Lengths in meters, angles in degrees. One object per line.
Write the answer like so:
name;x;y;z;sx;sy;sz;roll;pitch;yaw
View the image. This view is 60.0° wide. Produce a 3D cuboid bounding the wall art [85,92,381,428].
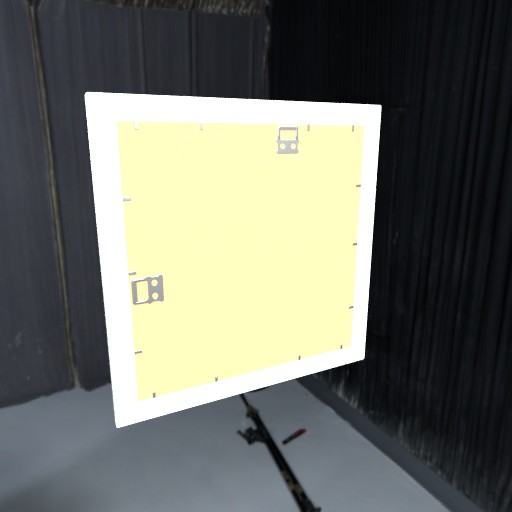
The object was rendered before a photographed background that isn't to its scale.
wall art;0.000;0.000;0.878;0.584;0.584;0.013;-7;16;-26
